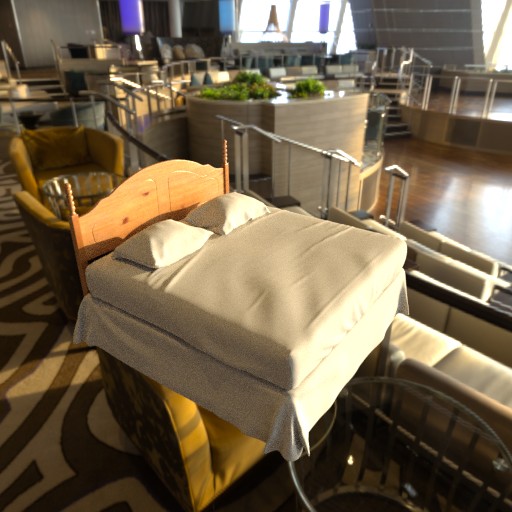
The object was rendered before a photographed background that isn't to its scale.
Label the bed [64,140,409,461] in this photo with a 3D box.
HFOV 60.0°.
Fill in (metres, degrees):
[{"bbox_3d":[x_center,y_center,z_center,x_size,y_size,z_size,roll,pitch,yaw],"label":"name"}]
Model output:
[{"bbox_3d":[0.000,0.000,3.733,2.219,1.355,2.322,18,32,31],"label":"bed"}]
